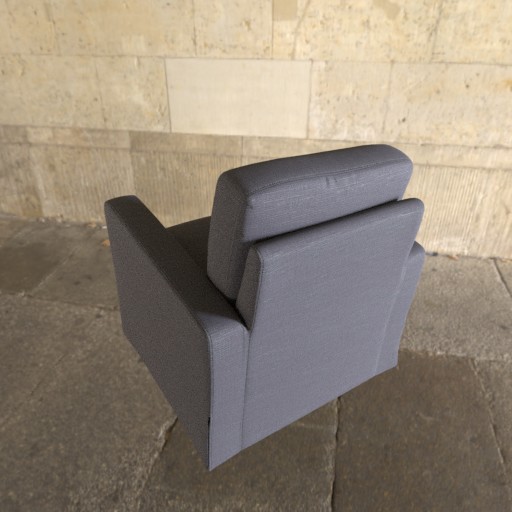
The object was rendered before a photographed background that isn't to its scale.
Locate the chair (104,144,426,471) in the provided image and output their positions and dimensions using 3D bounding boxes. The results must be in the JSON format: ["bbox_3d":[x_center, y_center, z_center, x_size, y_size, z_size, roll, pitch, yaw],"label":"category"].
[{"bbox_3d":[0.000,0.000,1.514,0.798,0.855,0.863,-18,34,-28],"label":"chair"}]
